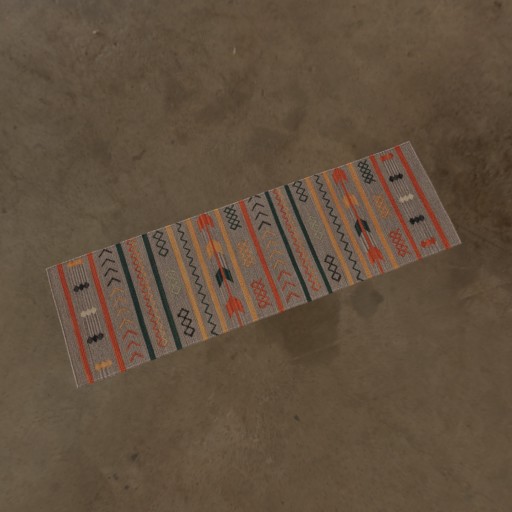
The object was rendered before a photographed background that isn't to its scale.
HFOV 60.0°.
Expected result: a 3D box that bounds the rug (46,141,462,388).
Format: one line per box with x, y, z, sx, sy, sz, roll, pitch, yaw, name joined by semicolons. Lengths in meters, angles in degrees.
0.000;0.000;2.681;2.419;0.022;0.744;-20;76;-5;rug
